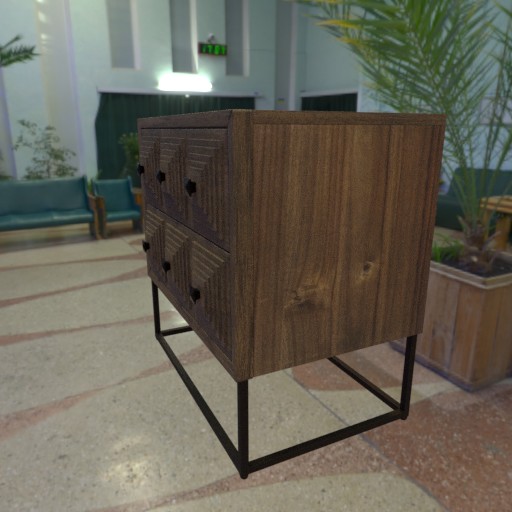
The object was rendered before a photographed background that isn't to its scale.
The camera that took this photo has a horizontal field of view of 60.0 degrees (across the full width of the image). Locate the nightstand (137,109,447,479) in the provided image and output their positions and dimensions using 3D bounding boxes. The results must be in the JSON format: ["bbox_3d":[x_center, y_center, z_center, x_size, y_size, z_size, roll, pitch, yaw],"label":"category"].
[{"bbox_3d":[0.000,0.000,1.017,0.437,0.610,0.610,-8,18,-25],"label":"nightstand"}]
